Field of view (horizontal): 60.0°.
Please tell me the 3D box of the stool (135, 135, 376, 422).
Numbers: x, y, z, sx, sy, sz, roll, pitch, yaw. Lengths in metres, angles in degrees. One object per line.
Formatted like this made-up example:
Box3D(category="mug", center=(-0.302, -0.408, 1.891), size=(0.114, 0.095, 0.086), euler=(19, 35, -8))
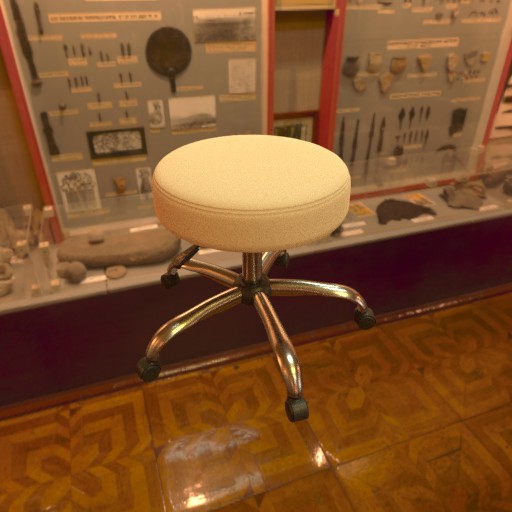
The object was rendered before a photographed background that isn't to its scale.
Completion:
Box3D(category="stool", center=(0.000, 0.000, 1.054), size=(0.634, 0.482, 0.614), euler=(-10, 34, -15))
